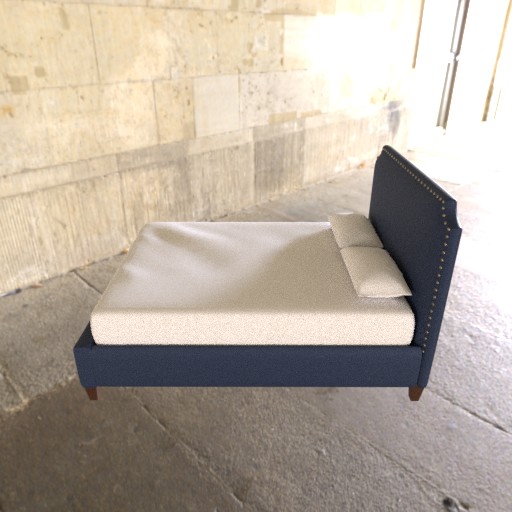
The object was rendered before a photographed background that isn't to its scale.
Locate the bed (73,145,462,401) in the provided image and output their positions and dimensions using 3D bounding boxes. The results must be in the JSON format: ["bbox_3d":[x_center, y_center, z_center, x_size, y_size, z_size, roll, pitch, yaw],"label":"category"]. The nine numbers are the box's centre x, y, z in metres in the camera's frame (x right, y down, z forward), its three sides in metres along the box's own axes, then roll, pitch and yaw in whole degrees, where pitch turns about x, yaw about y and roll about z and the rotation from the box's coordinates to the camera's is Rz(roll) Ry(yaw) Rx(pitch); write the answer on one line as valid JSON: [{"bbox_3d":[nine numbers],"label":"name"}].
[{"bbox_3d":[0.000,0.000,3.488,2.372,1.443,1.712,0,26,0],"label":"bed"}]
